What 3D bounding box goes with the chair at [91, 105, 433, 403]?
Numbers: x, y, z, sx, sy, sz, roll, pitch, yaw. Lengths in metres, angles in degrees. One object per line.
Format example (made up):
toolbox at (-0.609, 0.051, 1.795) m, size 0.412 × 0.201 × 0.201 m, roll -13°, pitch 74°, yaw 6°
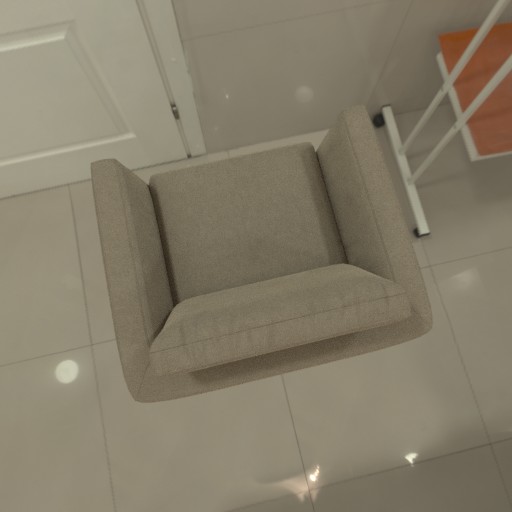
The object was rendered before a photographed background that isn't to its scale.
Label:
chair at (0.000, 0.000, 1.695) m, size 1.041 × 0.864 × 0.889 m, roll -13°, pitch 76°, yaw -3°
